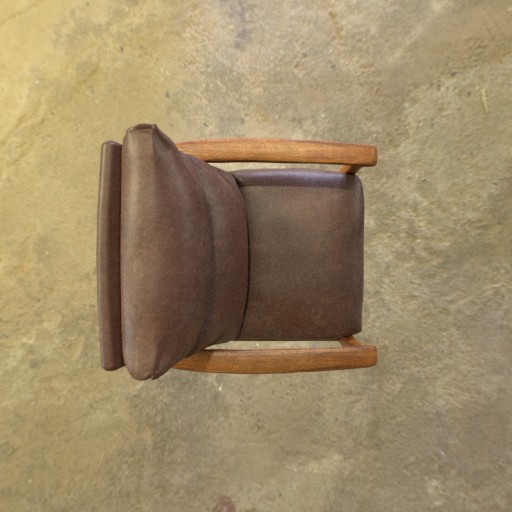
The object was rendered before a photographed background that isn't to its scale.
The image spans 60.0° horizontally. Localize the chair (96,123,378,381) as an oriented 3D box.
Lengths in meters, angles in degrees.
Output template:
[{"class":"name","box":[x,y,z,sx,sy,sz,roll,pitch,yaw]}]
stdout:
[{"class":"chair","box":[0.000,0.000,1.513,0.830,0.897,0.782,0,90,-2]}]
